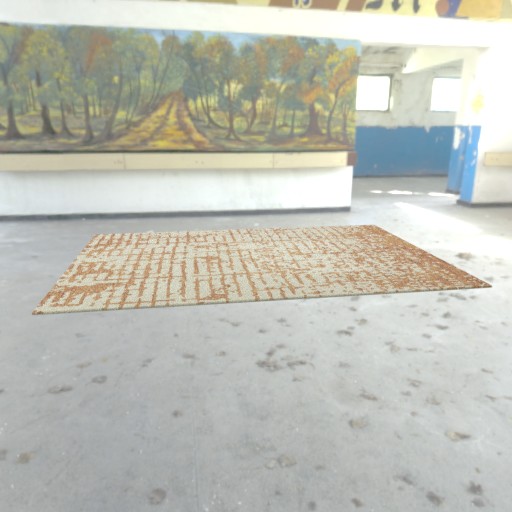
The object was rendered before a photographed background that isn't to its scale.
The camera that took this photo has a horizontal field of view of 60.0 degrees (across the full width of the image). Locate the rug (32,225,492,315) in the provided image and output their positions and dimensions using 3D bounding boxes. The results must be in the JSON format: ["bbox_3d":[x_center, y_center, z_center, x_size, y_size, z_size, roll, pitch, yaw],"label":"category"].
[{"bbox_3d":[0.000,0.000,2.307,1.829,0.011,1.219,-3,17,-9],"label":"rug"}]
